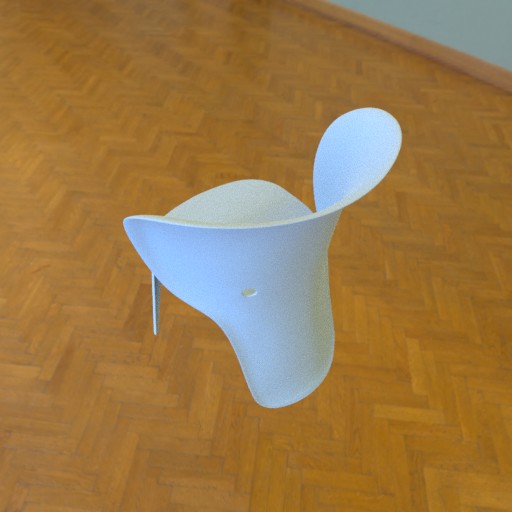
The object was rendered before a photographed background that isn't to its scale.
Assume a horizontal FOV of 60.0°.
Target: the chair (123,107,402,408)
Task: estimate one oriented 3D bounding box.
[{"bbox_3d":[0.000,0.000,0.867,0.451,0.554,0.402,-31,54,-26],"label":"chair"}]
